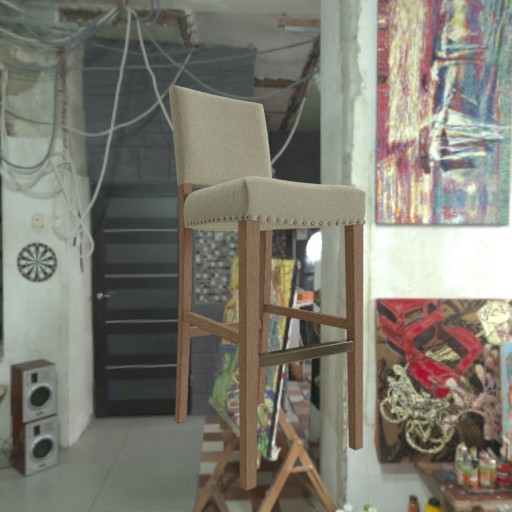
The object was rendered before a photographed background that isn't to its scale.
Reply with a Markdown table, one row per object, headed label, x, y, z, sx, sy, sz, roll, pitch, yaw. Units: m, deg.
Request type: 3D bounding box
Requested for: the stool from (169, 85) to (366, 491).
| label | x | y | z | sx | sy | sz | roll | pitch | yaw |
| --- | --- | --- | --- | --- | --- | --- | --- | --- | --- |
| stool | 0.000 | 0.000 | 1.414 | 0.428 | 1.143 | 0.546 | -1 | 2 | -34 |
